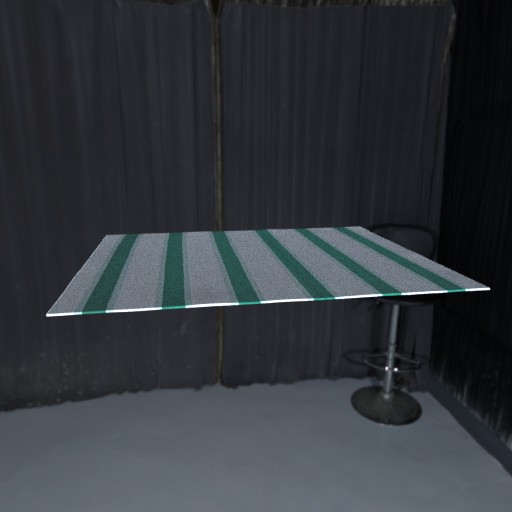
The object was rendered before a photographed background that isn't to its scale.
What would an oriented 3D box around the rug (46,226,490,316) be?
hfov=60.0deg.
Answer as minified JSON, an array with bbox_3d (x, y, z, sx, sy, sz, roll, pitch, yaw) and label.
[{"bbox_3d":[0.000,0.000,4.132,3.041,0.019,2.434,-2,15,-9],"label":"rug"}]
